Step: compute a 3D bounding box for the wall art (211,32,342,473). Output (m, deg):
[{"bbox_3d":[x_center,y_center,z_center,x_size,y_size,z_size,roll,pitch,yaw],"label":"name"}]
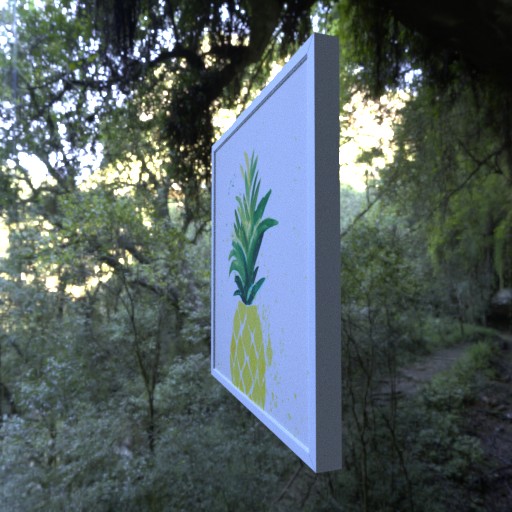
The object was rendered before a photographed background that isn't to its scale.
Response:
[{"bbox_3d":[0.000,0.000,0.456,0.020,0.307,0.307,1,-2,-19],"label":"wall art"}]
